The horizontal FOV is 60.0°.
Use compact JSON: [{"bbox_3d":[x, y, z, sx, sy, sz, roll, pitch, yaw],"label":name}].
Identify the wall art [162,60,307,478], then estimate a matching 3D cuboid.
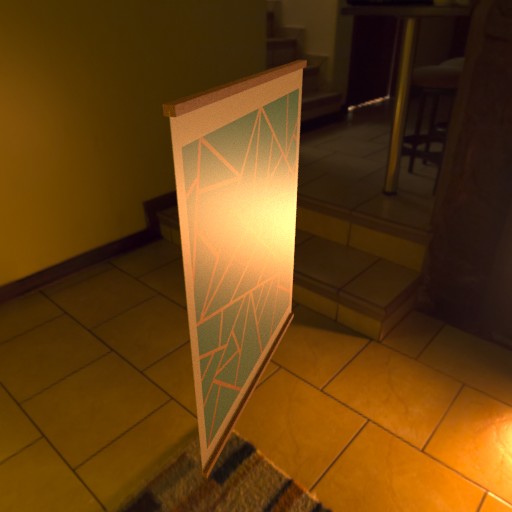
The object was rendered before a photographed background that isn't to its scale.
[{"bbox_3d":[0.000,0.000,0.669,0.012,0.508,0.405,11,31,19],"label":"wall art"}]
